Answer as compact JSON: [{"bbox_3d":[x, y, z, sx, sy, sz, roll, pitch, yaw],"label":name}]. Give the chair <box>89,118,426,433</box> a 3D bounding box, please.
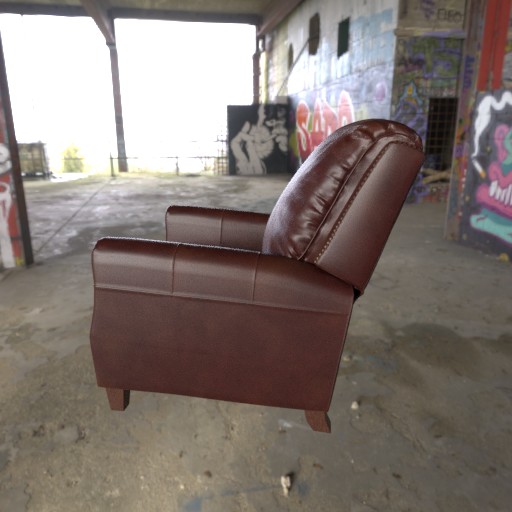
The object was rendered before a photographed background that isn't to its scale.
[{"bbox_3d":[0.000,0.000,1.739,1.089,1.022,0.826,2,16,9],"label":"chair"}]
